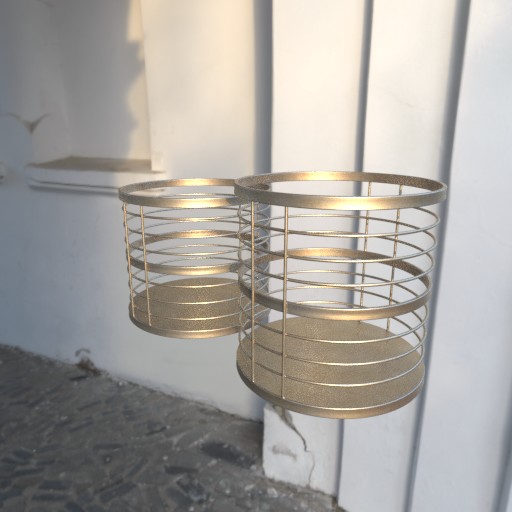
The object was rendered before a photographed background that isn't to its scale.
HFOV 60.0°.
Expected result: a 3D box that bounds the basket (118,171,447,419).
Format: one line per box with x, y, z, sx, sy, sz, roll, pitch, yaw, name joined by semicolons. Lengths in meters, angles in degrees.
0.000;0.000;0.948;0.746;0.351;0.356;15;22;42;basket
